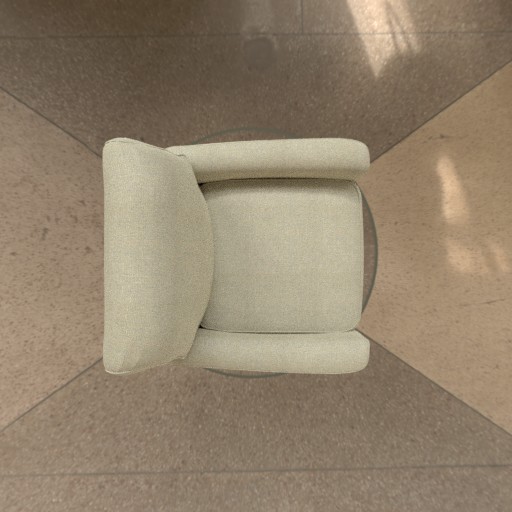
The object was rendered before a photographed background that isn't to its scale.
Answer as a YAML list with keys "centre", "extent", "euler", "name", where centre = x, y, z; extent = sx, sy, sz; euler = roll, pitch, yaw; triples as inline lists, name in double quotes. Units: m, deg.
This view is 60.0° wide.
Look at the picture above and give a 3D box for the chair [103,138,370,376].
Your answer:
- centre: [0.000, 0.000, 1.658]
  extent: [0.853, 1.006, 0.850]
  euler: [0, 90, 0]
  name: "chair"
